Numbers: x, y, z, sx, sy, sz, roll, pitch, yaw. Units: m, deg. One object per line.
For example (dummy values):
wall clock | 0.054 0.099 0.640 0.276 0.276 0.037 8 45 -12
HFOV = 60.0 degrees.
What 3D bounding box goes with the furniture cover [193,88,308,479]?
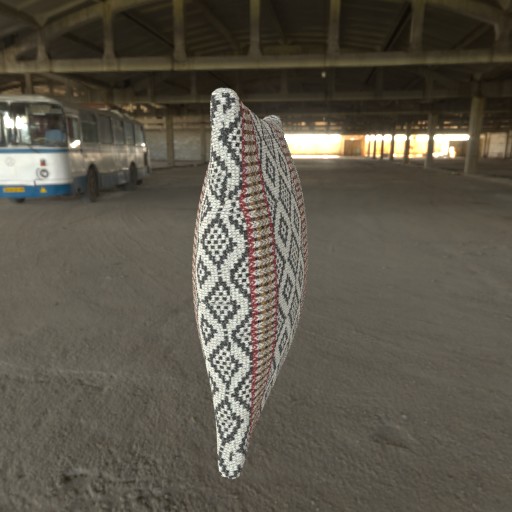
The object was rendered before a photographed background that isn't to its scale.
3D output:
furniture cover | 0.000 0.000 0.782 0.182 0.506 0.503 2 14 8
